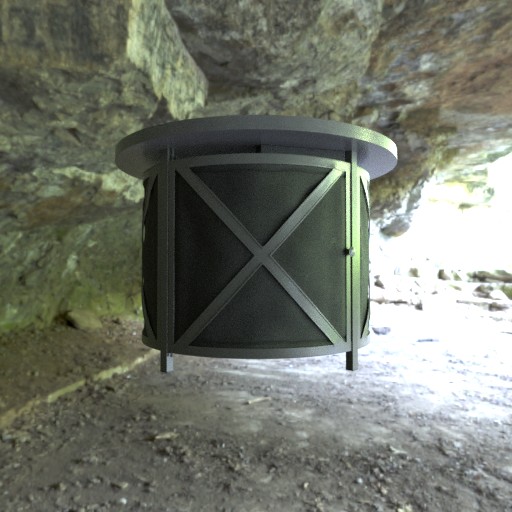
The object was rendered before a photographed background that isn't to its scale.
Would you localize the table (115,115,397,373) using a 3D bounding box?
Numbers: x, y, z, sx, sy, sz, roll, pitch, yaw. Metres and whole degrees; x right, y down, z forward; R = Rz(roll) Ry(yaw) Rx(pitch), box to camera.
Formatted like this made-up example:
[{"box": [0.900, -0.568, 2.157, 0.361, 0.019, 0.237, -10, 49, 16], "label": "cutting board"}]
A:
[{"box": [0.000, 0.000, 1.501, 0.914, 0.650, 0.914, 0, -1, 0], "label": "table"}]
